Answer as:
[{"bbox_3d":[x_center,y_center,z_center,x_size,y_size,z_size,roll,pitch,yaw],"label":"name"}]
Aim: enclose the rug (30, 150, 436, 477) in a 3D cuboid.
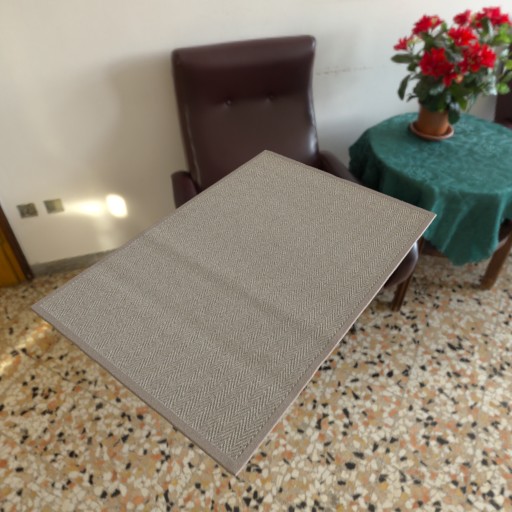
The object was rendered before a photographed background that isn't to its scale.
[{"bbox_3d":[0.000,0.000,2.876,1.540,0.021,2.290,27,49,27],"label":"rug"}]
